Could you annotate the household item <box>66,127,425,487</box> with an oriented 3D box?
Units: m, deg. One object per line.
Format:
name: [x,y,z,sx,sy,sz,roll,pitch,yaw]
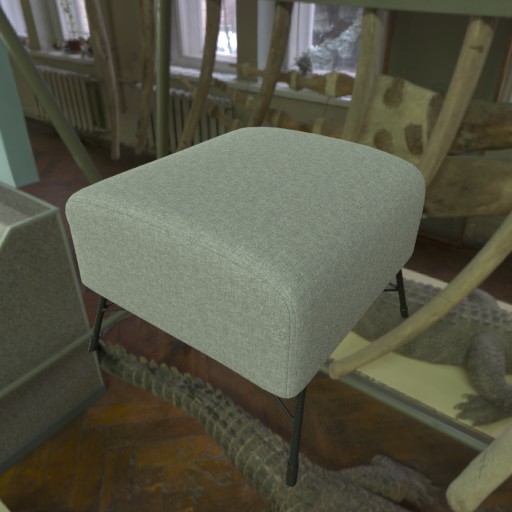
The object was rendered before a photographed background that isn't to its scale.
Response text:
household item: [0.000,0.000,0.909,0.530,0.410,0.530,21,38,30]
